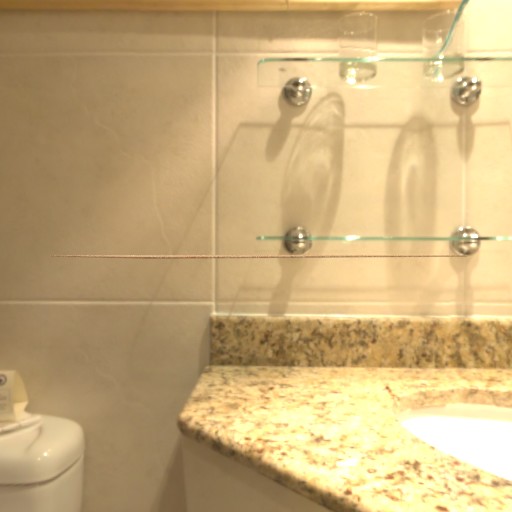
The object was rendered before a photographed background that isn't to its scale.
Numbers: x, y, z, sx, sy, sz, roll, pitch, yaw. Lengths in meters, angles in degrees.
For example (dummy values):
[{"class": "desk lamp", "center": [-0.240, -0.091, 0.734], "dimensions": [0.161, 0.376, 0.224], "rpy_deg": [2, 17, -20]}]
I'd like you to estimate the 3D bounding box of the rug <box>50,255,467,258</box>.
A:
[{"class": "rug", "center": [0.000, 0.000, 3.928], "dimensions": [2.939, 0.009, 2.313], "rpy_deg": [0, 0, -36]}]
